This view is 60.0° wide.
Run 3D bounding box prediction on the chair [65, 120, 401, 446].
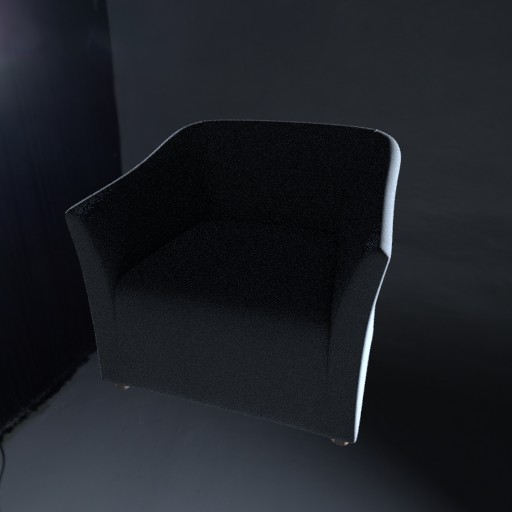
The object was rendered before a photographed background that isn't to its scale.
[{"bbox_3d":[0.000,0.000,1.370,0.790,0.720,0.700,8,26,17],"label":"chair"}]
